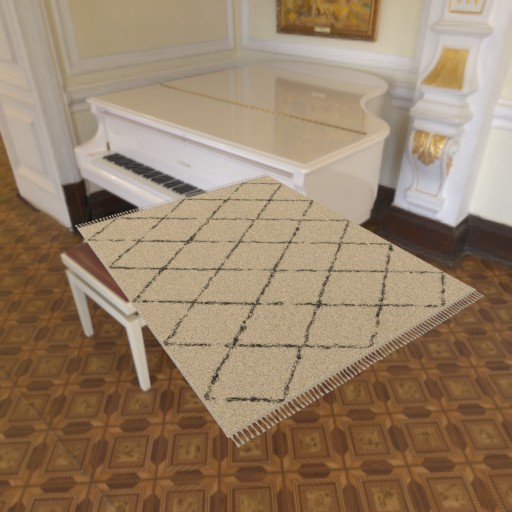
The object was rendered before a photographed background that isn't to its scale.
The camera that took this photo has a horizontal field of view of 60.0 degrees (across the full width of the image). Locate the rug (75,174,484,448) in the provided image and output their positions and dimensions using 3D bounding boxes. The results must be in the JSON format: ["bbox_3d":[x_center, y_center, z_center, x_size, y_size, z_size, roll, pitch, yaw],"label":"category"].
[{"bbox_3d":[0.000,0.000,4.041,2.380,0.013,3.051,-21,38,-29],"label":"rug"}]
